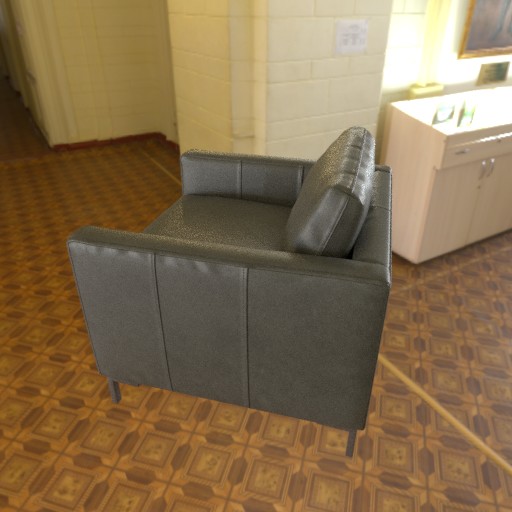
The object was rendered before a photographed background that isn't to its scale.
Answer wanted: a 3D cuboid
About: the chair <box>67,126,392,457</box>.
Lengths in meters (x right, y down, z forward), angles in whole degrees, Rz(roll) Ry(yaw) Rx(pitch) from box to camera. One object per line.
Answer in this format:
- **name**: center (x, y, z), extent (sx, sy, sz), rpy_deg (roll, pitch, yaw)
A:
- **chair**: center (0.000, 0.000, 1.515), extent (0.861, 0.824, 0.967), rpy_deg (8, 31, 13)
